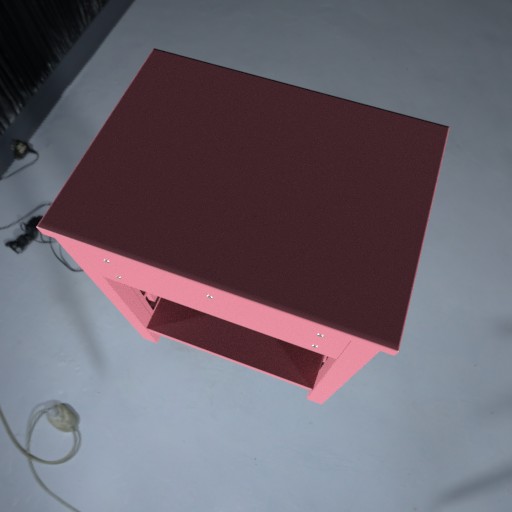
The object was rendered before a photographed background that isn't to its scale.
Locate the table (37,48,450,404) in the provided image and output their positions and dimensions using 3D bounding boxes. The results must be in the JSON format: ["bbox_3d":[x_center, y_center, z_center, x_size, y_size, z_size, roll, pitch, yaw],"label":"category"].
[{"bbox_3d":[0.000,0.000,1.079,0.599,0.686,0.451,18,66,8],"label":"table"}]
